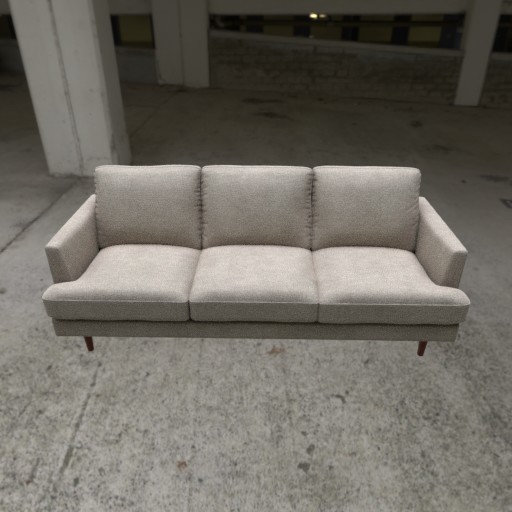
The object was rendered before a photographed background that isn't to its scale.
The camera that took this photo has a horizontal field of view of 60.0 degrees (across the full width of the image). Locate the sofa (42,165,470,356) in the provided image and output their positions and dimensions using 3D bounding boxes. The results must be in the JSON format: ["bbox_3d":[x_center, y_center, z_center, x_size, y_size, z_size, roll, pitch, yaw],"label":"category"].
[{"bbox_3d":[0.000,0.000,2.662,2.246,0.930,0.903,1,30,1],"label":"sofa"}]
